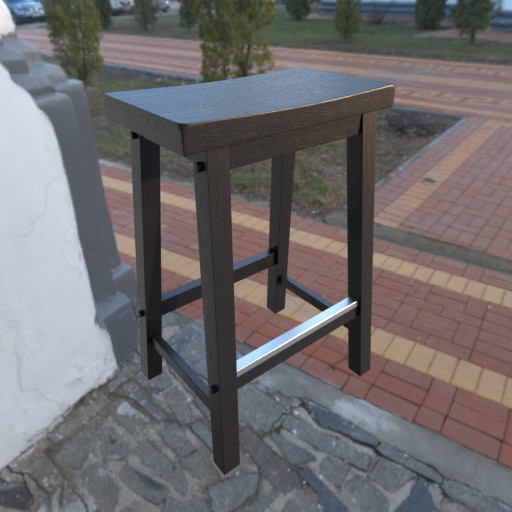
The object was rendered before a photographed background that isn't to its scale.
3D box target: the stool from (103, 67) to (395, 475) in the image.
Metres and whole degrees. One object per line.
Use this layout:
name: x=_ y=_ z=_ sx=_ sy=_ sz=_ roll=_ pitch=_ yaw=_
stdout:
stool: x=0.000 y=0.000 z=0.846 sx=0.406 sy=0.610 sz=0.322 roll=-23 pitch=38 yaw=-33
